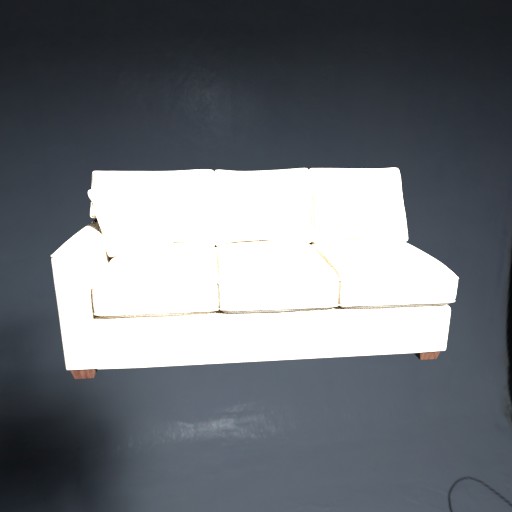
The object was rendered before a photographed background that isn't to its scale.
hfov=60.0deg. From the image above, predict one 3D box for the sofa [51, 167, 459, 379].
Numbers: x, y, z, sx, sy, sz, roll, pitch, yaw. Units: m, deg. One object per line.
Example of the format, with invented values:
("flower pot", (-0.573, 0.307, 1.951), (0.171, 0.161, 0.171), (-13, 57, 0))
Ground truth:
("sofa", (0.000, 0.000, 2.580), (1.962, 0.946, 1.034), (-2, 16, -6))
